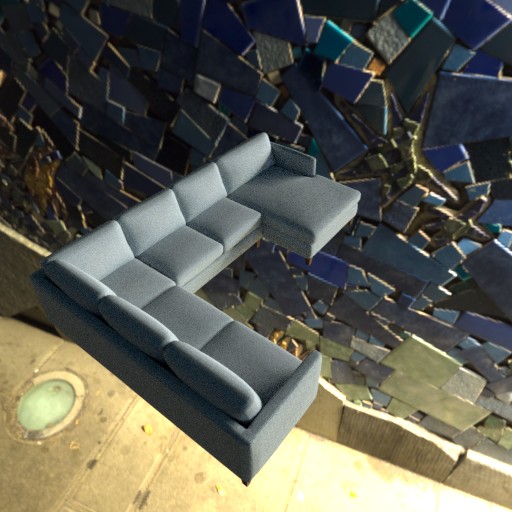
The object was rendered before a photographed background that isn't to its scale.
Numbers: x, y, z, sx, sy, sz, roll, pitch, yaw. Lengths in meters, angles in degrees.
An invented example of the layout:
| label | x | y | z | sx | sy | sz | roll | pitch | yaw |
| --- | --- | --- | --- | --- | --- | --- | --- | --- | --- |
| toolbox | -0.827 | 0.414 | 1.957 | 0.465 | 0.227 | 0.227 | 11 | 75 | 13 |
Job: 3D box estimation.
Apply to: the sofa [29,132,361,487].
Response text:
| label | x | y | z | sx | sy | sz | roll | pitch | yaw |
| --- | --- | --- | --- | --- | --- | --- | --- | --- | --- |
| sofa | 0.000 | 0.000 | 4.497 | 2.551 | 0.889 | 3.403 | 27 | 48 | 27 |
